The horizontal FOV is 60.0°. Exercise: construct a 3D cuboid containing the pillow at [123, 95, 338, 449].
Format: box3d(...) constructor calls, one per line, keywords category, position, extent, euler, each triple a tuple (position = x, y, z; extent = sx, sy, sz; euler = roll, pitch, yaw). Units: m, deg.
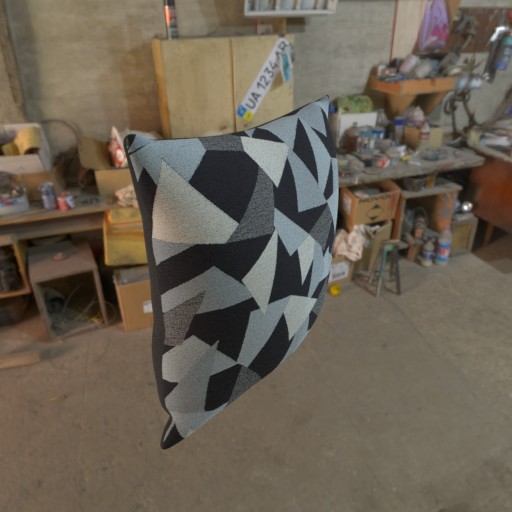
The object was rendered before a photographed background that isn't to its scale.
box3d(category="pillow", position=(0.000, 0.000, 0.774), extent=(0.208, 0.496, 0.503), euler=(18, 32, 31))
